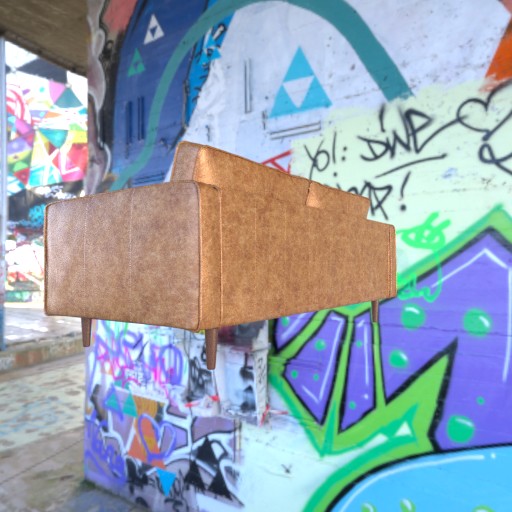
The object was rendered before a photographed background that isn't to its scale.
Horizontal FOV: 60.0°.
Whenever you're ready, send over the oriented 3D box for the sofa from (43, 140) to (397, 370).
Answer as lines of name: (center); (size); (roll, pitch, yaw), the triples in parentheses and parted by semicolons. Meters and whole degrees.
sofa: (0.000, 0.000, 2.405); (0.924, 0.825, 1.920); (-1, -2, 36)
